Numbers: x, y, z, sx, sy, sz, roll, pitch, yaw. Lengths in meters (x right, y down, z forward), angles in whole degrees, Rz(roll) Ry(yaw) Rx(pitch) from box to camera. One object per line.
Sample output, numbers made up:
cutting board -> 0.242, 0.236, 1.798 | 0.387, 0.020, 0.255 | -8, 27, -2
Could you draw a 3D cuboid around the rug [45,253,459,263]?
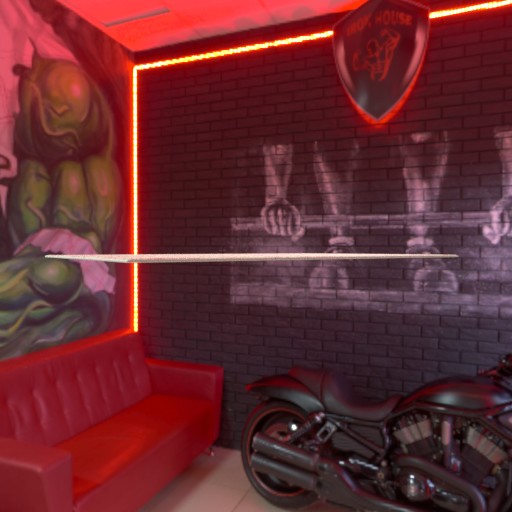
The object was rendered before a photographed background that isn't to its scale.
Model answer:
rug -> 0.000, 0.000, 2.359 | 1.839, 0.012, 1.219 | -1, 1, -36
